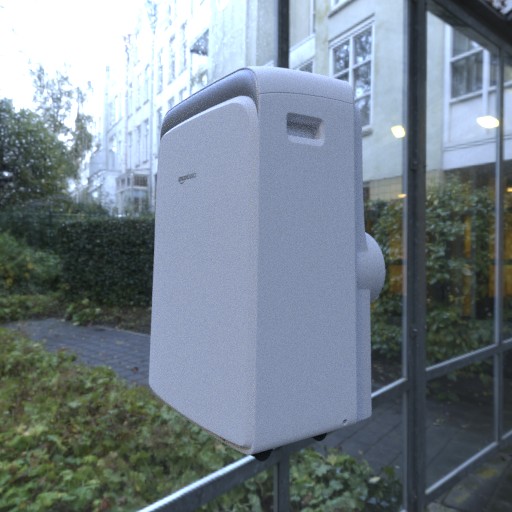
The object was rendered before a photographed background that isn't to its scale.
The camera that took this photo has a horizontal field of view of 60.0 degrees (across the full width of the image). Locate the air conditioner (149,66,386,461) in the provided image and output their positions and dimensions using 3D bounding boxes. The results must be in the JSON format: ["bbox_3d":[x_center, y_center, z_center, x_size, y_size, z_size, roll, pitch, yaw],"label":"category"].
[{"bbox_3d":[0.000,0.000,0.967,0.365,0.700,0.454,-1,2,-35],"label":"air conditioner"}]
